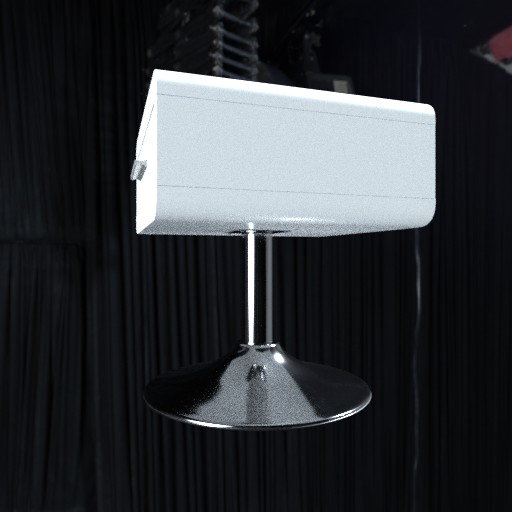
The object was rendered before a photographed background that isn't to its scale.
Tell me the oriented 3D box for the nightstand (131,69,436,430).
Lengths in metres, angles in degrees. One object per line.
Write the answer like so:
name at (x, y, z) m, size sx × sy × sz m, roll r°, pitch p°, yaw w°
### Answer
nightstand at (0.000, 0.000, 0.753) m, size 0.404 × 0.447 × 0.399 m, roll 0°, pitch 0°, yaw -18°
